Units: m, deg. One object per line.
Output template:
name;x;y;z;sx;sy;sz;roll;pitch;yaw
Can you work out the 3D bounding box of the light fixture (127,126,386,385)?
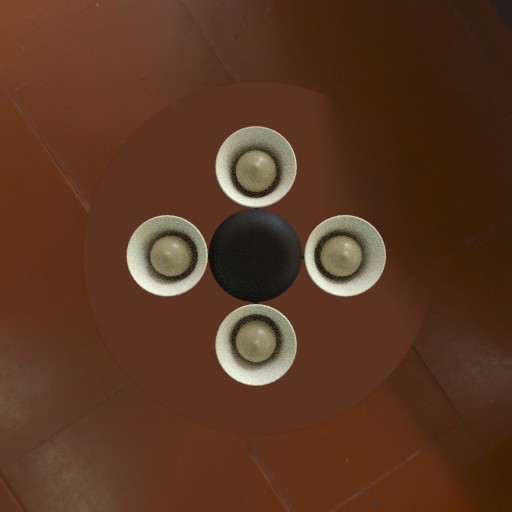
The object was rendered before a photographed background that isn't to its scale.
light fixture;0.000;0.000;1.883;1.069;0.925;1.069;0;90;0
